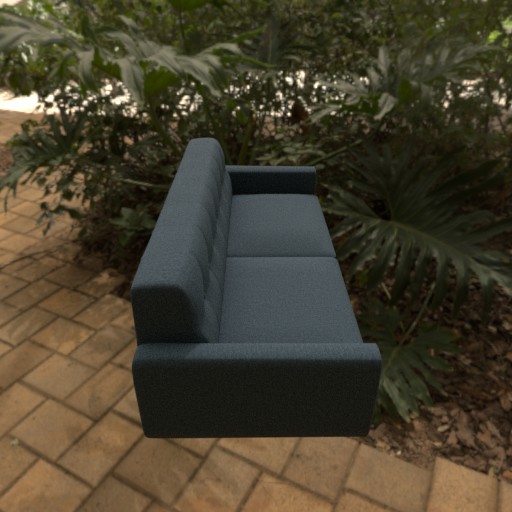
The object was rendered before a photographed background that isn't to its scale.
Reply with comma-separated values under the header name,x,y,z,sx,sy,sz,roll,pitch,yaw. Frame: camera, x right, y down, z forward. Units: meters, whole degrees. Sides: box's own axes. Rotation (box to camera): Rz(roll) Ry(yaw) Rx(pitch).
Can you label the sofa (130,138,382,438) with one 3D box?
name,x,y,z,sx,sy,sz,roll,pitch,yaw
sofa,0.000,0.000,2.557,0.942,0.884,2.055,0,31,0
